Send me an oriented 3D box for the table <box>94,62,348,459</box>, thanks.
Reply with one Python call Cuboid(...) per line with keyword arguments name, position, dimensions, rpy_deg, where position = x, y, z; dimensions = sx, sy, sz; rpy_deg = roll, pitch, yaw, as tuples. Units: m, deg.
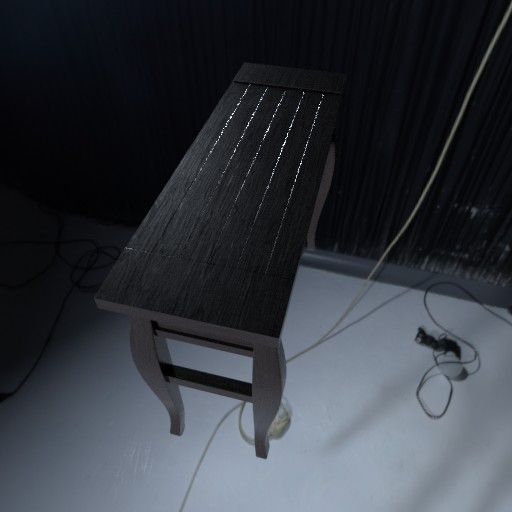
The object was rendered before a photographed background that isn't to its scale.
Cuboid(name="table", position=(0.000, 0.000, 1.431), dimensions=(0.373, 0.768, 1.062), rpy_deg=(11, 48, 10))
